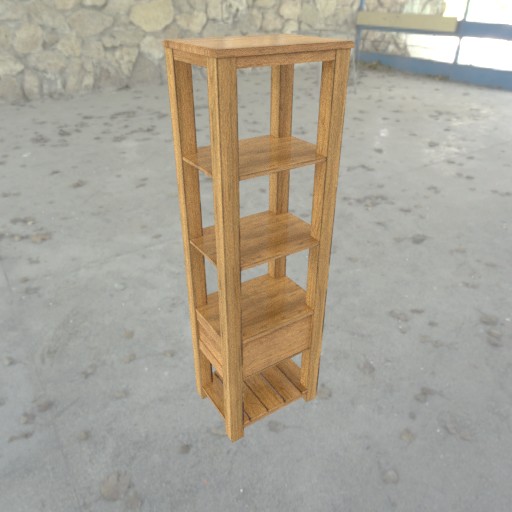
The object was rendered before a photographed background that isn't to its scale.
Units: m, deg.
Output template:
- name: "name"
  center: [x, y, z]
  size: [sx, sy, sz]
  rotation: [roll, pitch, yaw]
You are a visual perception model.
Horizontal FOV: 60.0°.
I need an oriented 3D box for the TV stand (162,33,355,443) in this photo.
- name: "TV stand"
  center: [0.000, 0.000, 2.080]
  size: [0.565, 1.828, 0.435]
  rotation: [-18, 35, -28]
